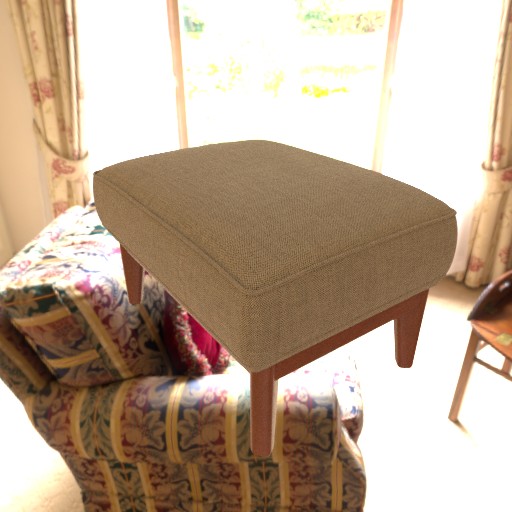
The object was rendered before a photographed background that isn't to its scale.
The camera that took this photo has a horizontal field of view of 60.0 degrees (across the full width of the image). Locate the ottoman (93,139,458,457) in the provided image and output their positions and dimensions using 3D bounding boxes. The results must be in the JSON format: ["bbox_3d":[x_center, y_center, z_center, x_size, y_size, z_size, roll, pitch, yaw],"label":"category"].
[{"bbox_3d":[0.000,0.000,1.101,0.555,0.458,0.750,-18,32,-31],"label":"ottoman"}]
